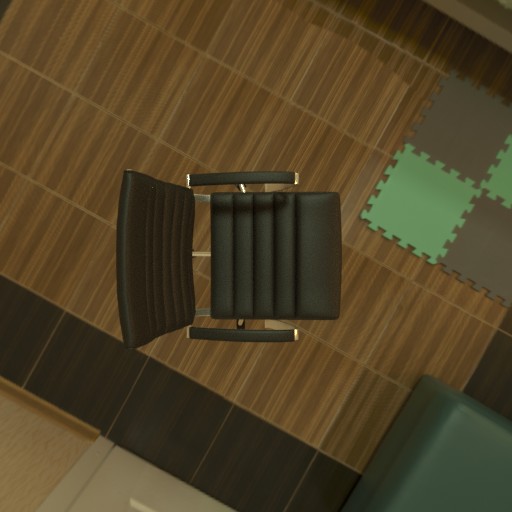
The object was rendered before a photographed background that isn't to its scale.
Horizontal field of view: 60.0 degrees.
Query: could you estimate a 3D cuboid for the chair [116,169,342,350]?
[{"bbox_3d":[0.000,0.000,1.640,0.739,1.149,0.766,0,91,0],"label":"chair"}]
